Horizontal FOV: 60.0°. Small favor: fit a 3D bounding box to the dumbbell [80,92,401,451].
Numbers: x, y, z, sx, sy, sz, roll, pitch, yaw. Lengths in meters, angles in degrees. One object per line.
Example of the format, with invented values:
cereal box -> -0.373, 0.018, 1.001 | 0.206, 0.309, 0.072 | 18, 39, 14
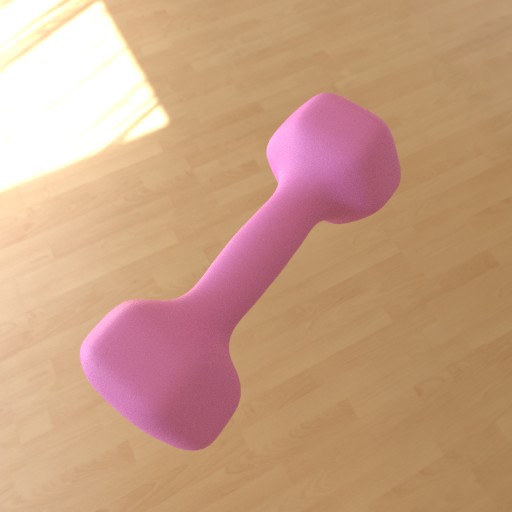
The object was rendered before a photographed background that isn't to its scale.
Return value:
dumbbell -> 0.000, 0.000, 0.187 | 0.064, 0.058, 0.159 | 34, 69, 15
